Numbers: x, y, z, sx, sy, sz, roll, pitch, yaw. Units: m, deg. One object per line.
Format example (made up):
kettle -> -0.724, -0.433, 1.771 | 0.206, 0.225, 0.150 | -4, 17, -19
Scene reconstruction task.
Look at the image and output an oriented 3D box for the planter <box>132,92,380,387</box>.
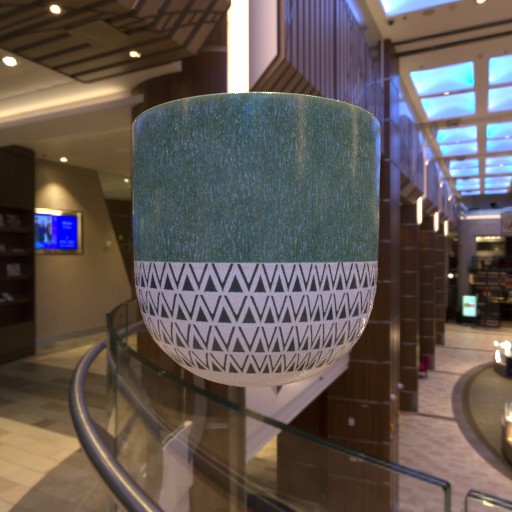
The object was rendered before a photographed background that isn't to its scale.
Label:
planter -> 0.000, 0.000, 0.493 | 0.266, 0.270, 0.266 | 0, 0, 0
